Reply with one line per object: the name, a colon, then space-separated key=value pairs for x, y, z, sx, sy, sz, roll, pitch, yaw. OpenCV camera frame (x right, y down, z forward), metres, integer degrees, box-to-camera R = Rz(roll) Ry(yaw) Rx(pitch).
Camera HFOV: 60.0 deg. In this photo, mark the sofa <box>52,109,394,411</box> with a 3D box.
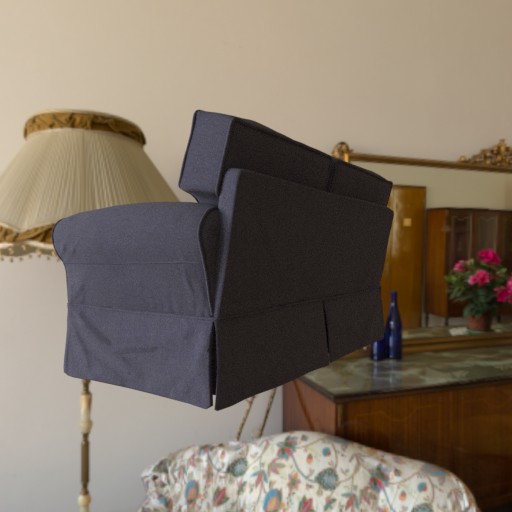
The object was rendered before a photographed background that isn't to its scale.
sofa: x=0.000 y=0.000 z=2.367 sx=0.997 sy=1.059 sz=1.801 roll=0 pitch=0 yaw=35
